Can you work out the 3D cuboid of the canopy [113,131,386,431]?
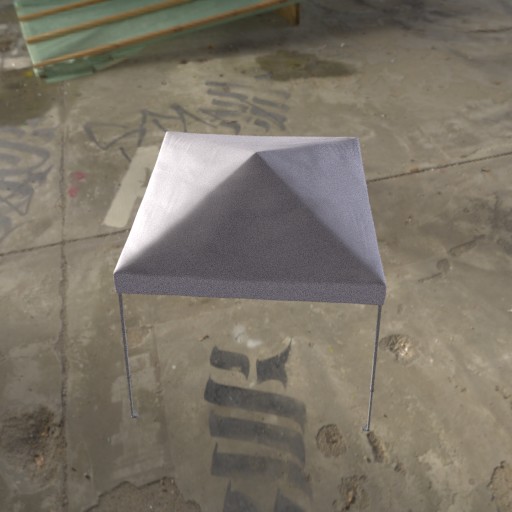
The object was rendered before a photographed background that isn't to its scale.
[{"bbox_3d":[0.000,0.000,5.248,2.850,2.850,2.849,2,46,2],"label":"canopy"}]
